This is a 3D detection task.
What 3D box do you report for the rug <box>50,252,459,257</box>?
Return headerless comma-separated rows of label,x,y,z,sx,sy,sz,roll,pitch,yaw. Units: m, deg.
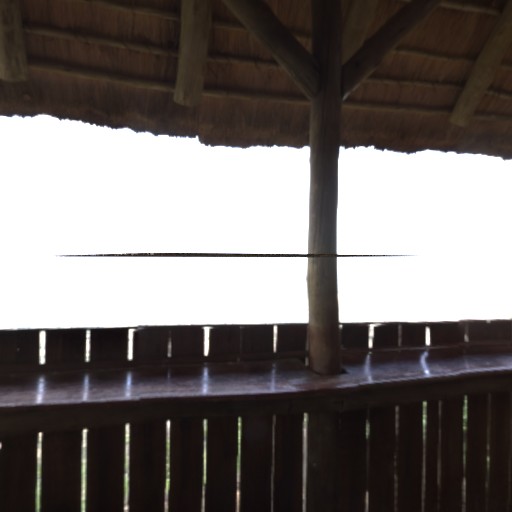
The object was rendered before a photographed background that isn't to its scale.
rug,0.000,0.000,4.408,3.291,0.017,2.431,0,-1,-37
